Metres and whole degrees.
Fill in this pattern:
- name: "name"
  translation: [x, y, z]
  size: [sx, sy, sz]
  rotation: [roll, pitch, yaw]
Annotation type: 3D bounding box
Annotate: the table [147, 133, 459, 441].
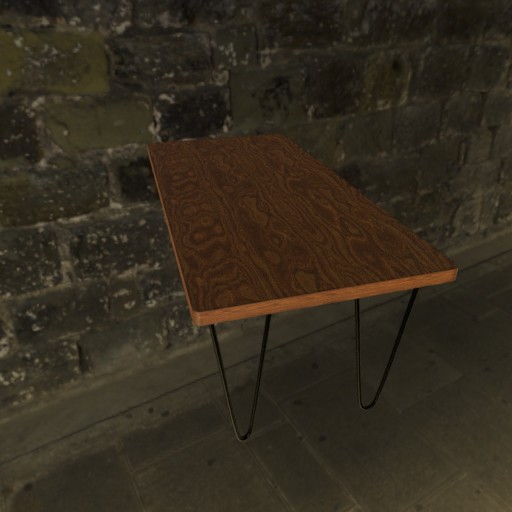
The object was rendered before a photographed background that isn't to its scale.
- name: "table"
  translation: [0.000, 0.000, 2.273]
  size: [0.883, 0.753, 1.791]
  rotation: [-8, 31, -14]
